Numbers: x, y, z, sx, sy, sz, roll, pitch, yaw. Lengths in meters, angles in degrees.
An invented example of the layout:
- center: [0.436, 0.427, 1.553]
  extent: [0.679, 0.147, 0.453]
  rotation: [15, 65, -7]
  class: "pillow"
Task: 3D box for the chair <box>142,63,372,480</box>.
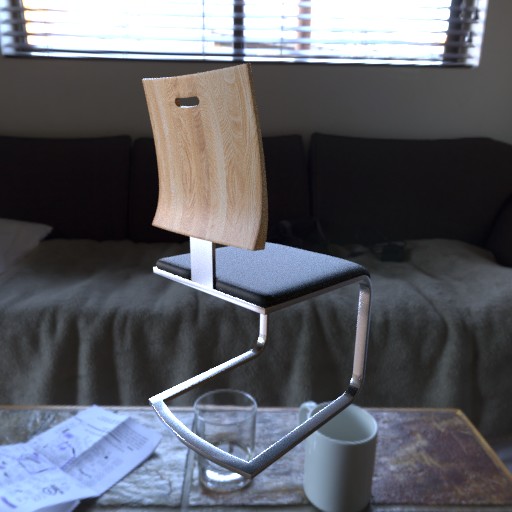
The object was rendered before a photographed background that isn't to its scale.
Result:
- center: [0.000, 0.000, 1.258]
  extent: [0.462, 0.936, 0.560]
  rotation: [15, 21, 43]
  class: "chair"
